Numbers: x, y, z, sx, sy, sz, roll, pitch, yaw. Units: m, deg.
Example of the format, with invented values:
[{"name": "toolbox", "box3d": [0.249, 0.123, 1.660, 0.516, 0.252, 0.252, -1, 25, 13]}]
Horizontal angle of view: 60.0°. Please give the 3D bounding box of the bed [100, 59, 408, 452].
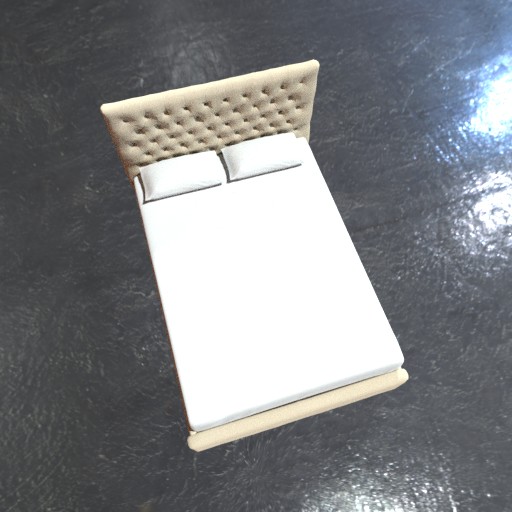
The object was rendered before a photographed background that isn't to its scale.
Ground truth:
[{"name": "bed", "box3d": [0.000, 0.000, 3.461, 1.698, 1.427, 2.387, -15, 65, -7]}]
